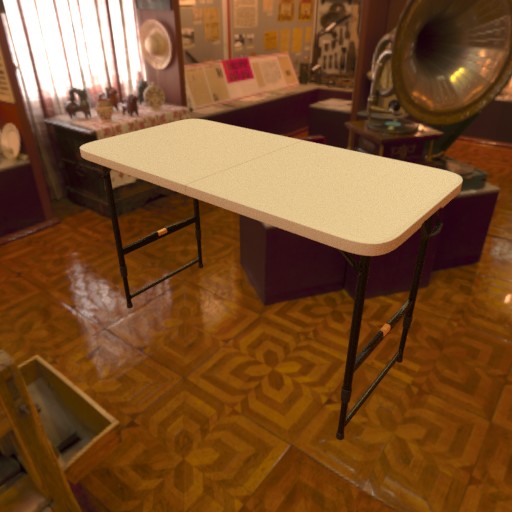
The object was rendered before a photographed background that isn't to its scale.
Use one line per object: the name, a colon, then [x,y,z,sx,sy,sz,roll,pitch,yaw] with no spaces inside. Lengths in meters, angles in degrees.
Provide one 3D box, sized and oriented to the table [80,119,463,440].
table: [0.000,0.000,1.657,1.245,0.737,0.611,22,37,33]
